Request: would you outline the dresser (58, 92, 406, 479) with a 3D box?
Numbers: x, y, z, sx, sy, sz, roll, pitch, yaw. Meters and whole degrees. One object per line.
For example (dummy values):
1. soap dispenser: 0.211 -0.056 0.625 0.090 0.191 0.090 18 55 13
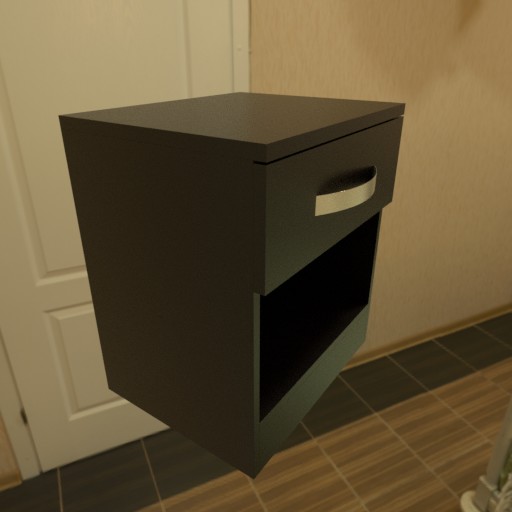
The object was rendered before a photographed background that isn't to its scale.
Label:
1. dresser: 0.000 0.000 0.743 0.360 0.470 0.400 17 30 31
